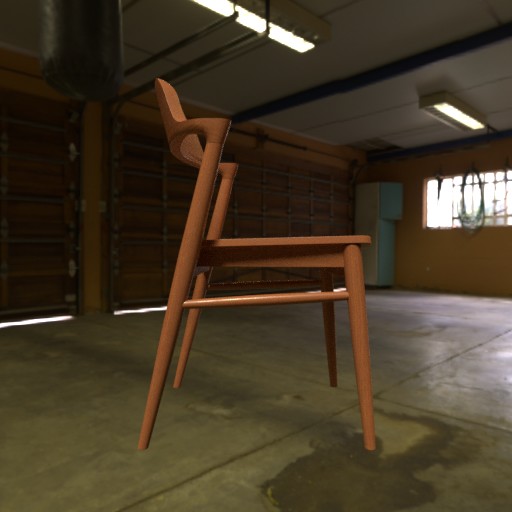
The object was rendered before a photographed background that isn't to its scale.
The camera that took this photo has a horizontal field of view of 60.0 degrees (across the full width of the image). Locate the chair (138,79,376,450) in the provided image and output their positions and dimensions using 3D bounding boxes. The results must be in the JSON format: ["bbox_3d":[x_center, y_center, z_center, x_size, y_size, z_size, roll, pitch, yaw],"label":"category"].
[{"bbox_3d":[0.000,0.000,1.133,0.499,0.801,0.496,0,1,0],"label":"chair"}]
